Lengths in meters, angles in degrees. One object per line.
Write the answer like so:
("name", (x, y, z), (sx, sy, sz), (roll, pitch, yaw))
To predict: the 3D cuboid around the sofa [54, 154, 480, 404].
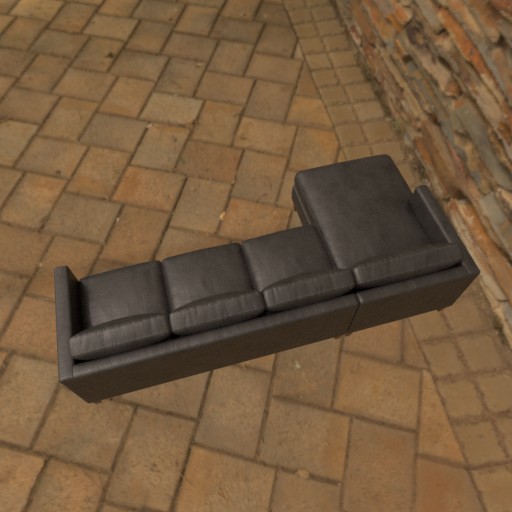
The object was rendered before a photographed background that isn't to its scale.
("sofa", (0.000, 0.000, 3.860), (3.203, 0.883, 1.581), (-13, 59, -8))
